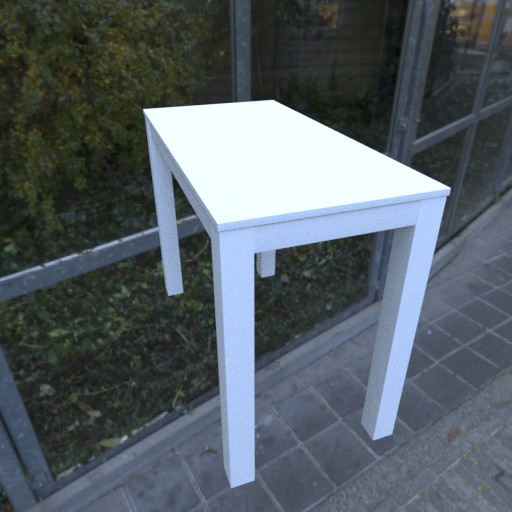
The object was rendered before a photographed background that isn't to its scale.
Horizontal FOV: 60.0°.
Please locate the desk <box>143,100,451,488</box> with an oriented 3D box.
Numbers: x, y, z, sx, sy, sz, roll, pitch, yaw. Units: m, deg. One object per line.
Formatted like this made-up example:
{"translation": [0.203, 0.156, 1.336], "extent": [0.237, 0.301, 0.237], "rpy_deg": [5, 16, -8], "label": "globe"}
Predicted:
{"translation": [0.000, 0.000, 1.433], "extent": [0.497, 0.762, 0.990], "rpy_deg": [-10, 31, -17], "label": "desk"}
